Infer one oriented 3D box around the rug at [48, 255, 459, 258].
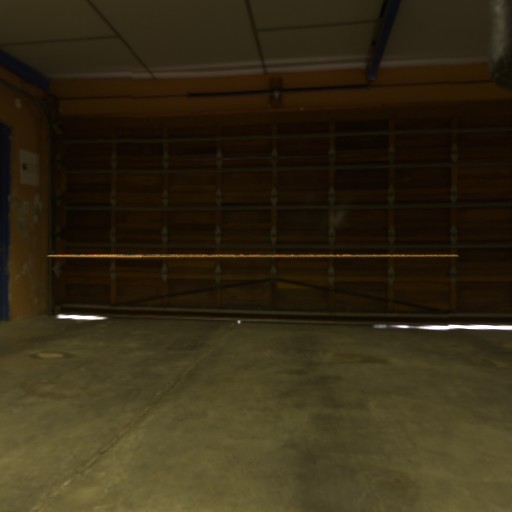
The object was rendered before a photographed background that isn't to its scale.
[{"bbox_3d":[0.000,0.000,3.826,2.916,0.019,2.043,0,0,-37],"label":"rug"}]
